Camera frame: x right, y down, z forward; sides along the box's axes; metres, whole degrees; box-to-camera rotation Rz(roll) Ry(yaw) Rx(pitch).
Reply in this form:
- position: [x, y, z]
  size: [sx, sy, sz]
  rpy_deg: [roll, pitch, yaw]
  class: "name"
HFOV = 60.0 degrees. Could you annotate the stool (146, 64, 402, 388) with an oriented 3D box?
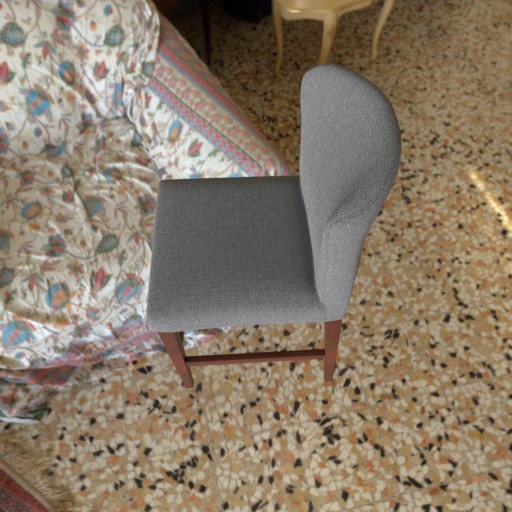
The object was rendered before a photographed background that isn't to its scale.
- position: [0.000, 0.000, 1.270]
  size: [0.568, 0.968, 0.479]
  rpy_deg: [-3, 56, -2]
  class: "stool"
